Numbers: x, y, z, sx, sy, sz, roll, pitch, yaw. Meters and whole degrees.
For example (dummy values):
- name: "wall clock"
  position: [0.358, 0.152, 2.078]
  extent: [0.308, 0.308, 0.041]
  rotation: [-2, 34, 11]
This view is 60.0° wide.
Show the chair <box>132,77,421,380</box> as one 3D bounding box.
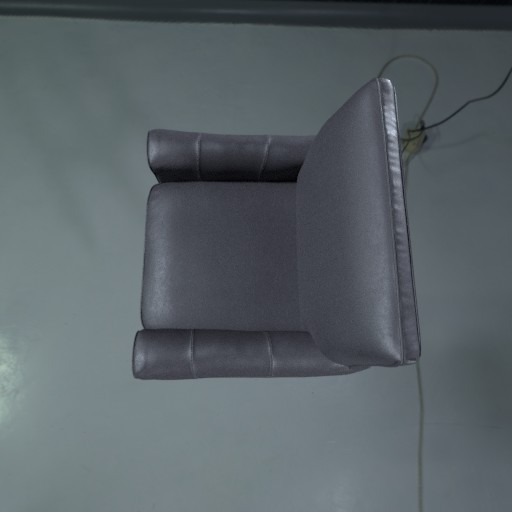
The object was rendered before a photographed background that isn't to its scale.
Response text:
- name: "chair"
  position: [0.000, 0.000, 1.620]
  extent: [0.825, 0.943, 0.870]
  rotation: [0, 74, 0]
